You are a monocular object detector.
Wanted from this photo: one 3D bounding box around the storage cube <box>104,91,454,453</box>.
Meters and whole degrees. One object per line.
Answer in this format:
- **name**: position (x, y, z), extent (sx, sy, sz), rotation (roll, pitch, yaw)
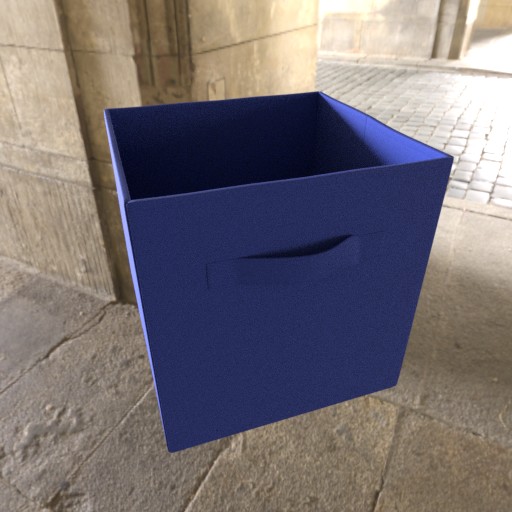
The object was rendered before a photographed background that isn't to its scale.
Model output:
- **storage cube**: position (0.000, 0.000, 0.495), extent (0.270, 0.280, 0.270), rotation (-11, 34, -16)
